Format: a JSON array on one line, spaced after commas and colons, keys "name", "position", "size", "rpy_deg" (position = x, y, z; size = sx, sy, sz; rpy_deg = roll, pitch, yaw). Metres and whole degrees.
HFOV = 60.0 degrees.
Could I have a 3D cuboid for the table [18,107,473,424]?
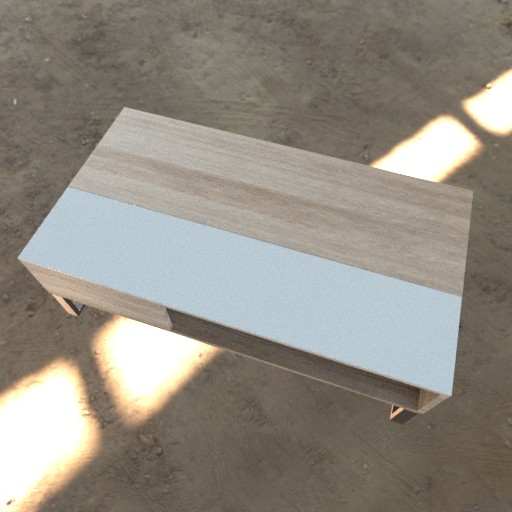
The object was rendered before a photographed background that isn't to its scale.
[{"name": "table", "position": [0.000, 0.000, 1.351], "size": [1.100, 0.350, 0.600], "rpy_deg": [16, 60, 9]}]
